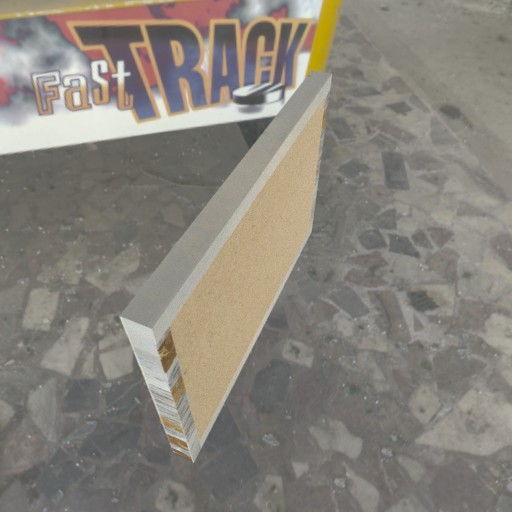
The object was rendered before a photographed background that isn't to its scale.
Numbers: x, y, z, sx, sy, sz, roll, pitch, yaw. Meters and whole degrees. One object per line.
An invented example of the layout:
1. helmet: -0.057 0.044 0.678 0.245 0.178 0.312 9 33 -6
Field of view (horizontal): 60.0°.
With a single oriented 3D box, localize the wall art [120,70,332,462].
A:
1. wall art: 0.000 0.000 0.786 0.041 0.407 0.606 18 50 16
